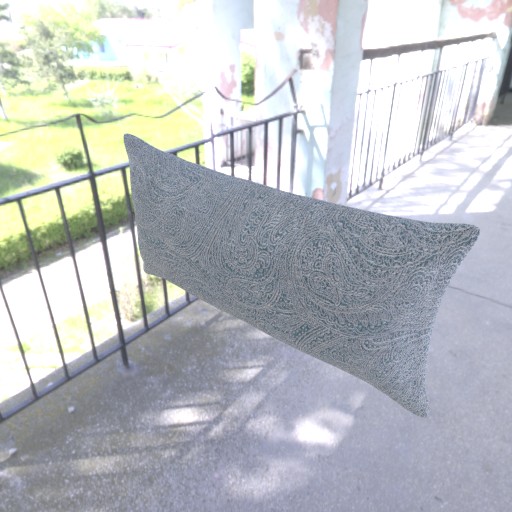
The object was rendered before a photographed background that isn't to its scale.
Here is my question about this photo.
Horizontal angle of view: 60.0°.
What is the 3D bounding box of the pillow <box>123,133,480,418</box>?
[{"bbox_3d":[0.000,0.000,0.711,0.615,0.295,0.151,22,36,33],"label":"pillow"}]
